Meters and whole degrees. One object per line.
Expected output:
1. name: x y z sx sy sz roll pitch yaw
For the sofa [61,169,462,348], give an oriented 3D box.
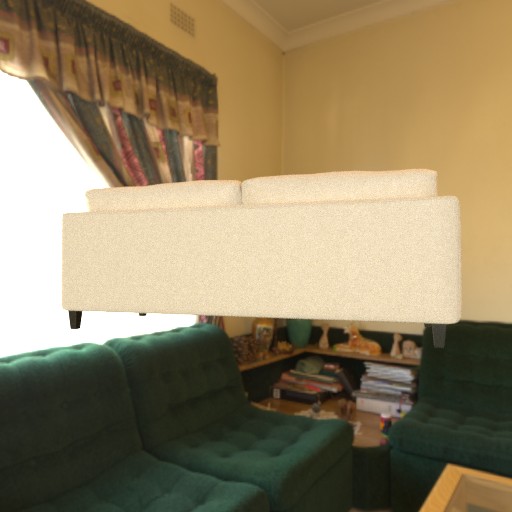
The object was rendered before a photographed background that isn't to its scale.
1. sofa: 0.000 0.000 2.989 2.434 0.965 0.948 0 -1 17
